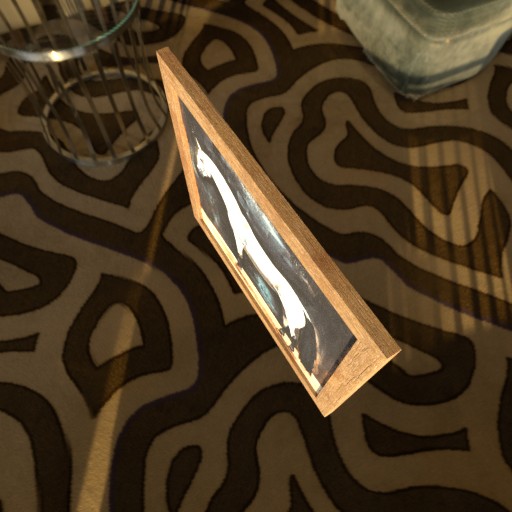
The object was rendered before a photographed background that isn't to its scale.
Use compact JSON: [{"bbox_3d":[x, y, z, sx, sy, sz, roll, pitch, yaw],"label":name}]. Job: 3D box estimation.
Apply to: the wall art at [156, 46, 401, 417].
[{"bbox_3d":[0.000,0.000,0.974,0.026,0.588,0.690,-29,67,-14],"label":"wall art"}]
